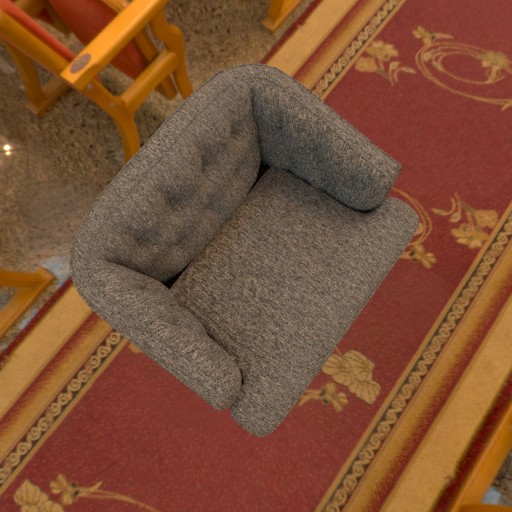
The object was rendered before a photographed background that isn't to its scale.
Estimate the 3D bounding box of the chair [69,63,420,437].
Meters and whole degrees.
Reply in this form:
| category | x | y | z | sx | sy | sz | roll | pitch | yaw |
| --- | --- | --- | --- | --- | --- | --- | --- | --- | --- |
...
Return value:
| category | x | y | z | sx | sy | sz | roll | pitch | yaw |
| --- | --- | --- | --- | --- | --- | --- | --- | --- | --- |
| chair | 0.000 | 0.000 | 1.805 | 0.941 | 0.852 | 1.104 | 37 | 79 | 8 |
